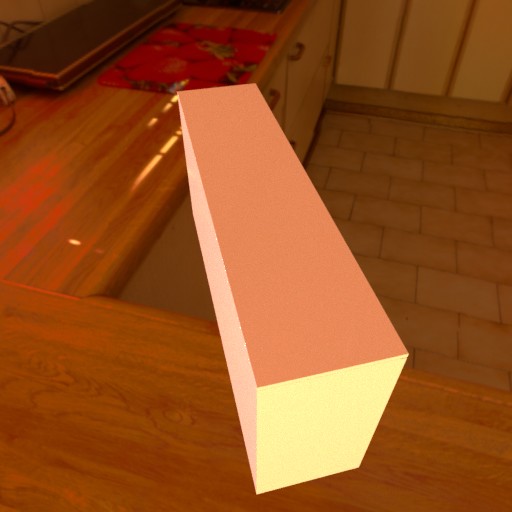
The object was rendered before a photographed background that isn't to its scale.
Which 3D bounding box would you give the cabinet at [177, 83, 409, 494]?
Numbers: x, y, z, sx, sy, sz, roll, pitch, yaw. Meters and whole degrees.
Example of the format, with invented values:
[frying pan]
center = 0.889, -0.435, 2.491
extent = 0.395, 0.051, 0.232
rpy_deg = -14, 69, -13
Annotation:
[cabinet]
center = 0.000, 0.000, 1.948
extent = 0.400, 0.800, 1.650
rpy_deg = -10, 46, -10
